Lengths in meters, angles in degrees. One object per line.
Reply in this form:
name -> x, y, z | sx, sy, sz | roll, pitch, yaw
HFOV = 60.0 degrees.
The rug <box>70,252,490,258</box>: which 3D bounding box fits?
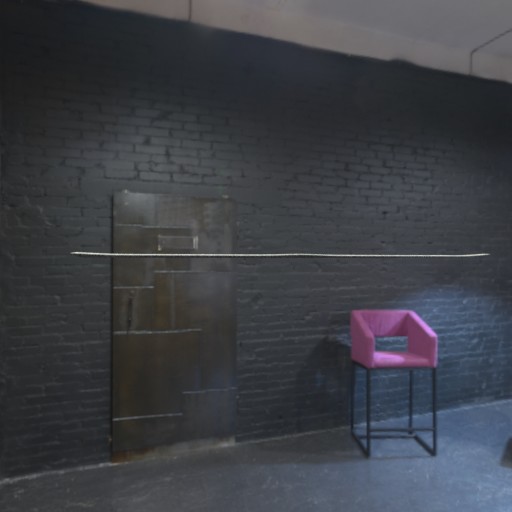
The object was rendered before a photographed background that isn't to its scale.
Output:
rug -> 0.000, 0.000, 3.952 | 2.925, 0.026, 2.343 | 0, -1, -19
